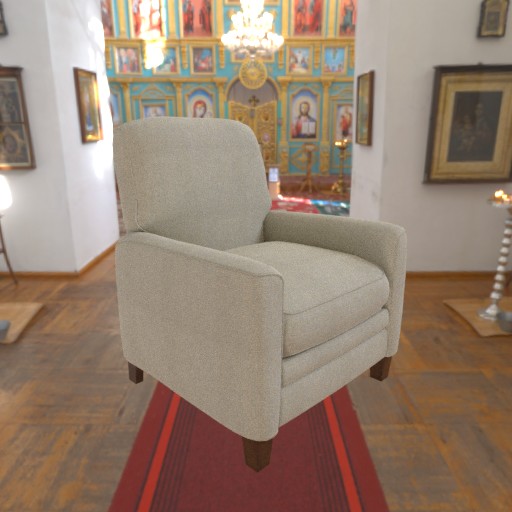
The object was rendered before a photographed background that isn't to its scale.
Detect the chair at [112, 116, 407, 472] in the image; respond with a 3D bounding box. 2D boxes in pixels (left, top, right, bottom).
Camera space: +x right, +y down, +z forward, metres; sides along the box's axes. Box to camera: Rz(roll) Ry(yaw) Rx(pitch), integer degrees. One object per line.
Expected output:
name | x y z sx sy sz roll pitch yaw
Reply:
chair | 0.000 0.000 1.652 0.853 1.006 0.850 14 21 43
